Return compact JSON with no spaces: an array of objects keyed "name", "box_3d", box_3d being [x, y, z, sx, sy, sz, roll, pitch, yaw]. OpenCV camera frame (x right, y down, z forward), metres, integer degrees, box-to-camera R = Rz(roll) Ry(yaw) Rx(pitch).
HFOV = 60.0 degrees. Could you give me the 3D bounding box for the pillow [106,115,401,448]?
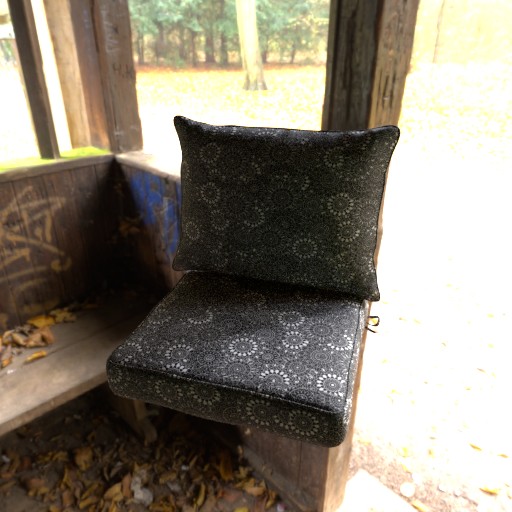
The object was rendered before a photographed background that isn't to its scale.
[{"name":"pillow","box_3d":[0.000,0.000,1.363,0.798,0.722,0.740,8,28,15]}]
